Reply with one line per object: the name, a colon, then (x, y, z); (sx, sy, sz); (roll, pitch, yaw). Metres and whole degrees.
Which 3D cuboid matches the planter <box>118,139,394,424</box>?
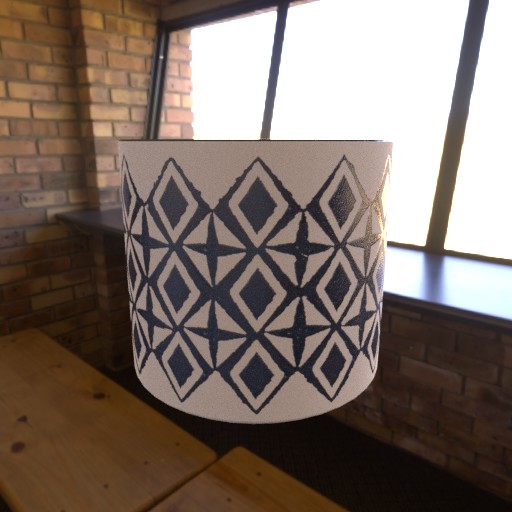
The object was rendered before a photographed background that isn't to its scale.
planter: (0.000, 0.000, 0.324); (0.182, 0.165, 0.182); (0, 15, 0)
